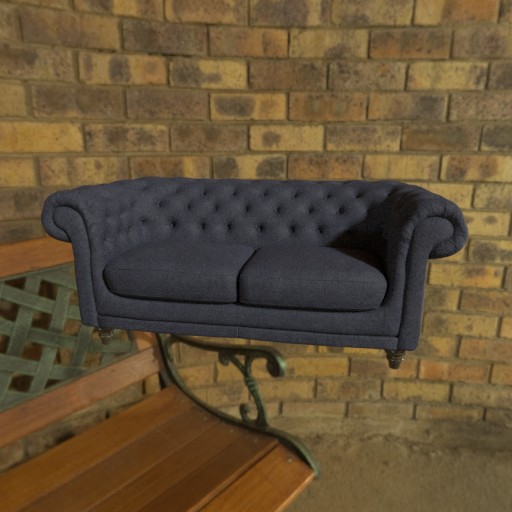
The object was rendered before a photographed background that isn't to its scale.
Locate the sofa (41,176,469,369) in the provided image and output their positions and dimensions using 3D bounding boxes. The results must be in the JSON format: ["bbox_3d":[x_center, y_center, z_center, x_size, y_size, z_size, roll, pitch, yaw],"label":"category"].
[{"bbox_3d":[0.000,0.000,2.542,1.988,0.833,1.082,3,16,10],"label":"sofa"}]
